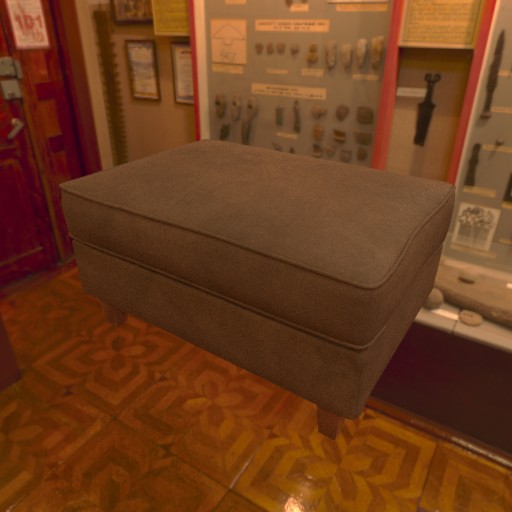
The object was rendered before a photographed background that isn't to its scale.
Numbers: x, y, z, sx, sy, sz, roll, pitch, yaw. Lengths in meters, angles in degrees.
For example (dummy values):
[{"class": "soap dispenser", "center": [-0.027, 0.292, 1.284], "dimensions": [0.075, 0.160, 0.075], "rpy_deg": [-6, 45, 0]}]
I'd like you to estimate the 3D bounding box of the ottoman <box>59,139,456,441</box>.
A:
[{"class": "ottoman", "center": [0.000, 0.000, 1.200], "dimensions": [0.860, 0.481, 0.596], "rpy_deg": [18, 34, 29]}]
